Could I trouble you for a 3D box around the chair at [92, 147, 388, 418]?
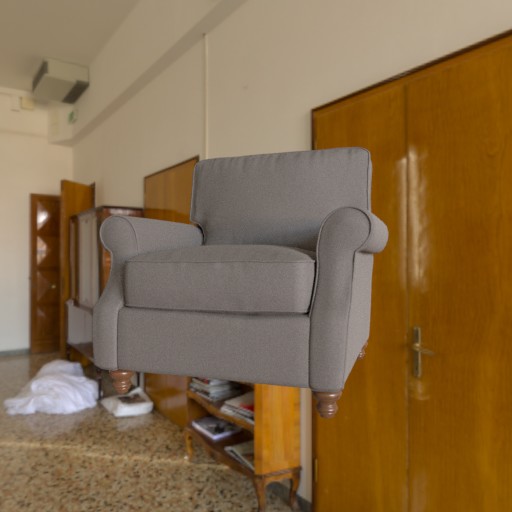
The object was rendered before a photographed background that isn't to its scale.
[{"bbox_3d":[0.000,0.000,1.819,1.029,0.967,0.966,0,0,19],"label":"chair"}]
